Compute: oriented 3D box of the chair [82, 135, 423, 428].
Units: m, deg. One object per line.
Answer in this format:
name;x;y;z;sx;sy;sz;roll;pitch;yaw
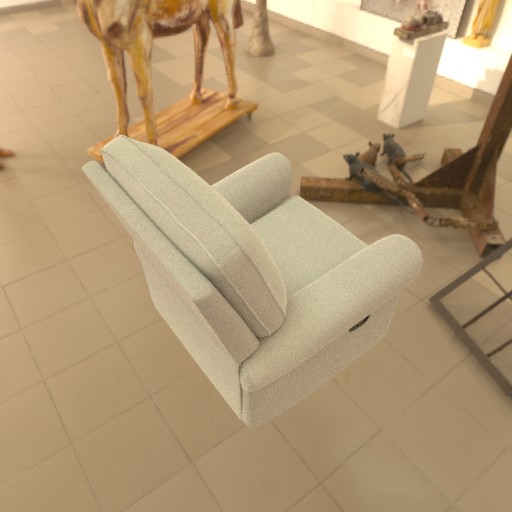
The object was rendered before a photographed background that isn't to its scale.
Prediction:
chair;0.000;0.000;1.671;0.878;0.960;0.890;-27;50;-26
